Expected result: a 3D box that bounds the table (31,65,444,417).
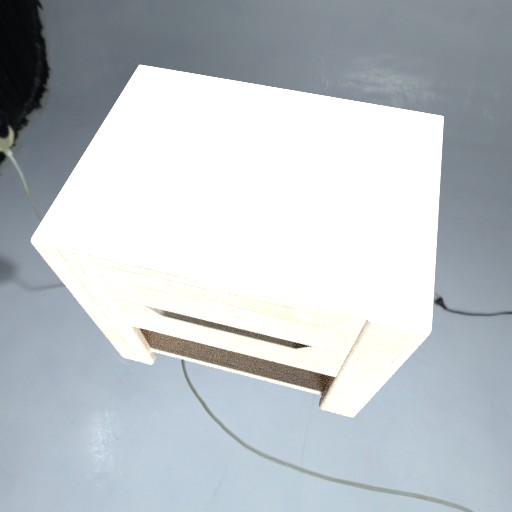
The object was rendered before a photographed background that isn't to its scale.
[{"bbox_3d":[0.000,0.000,0.924,0.570,0.510,0.420,12,60,7],"label":"table"}]
